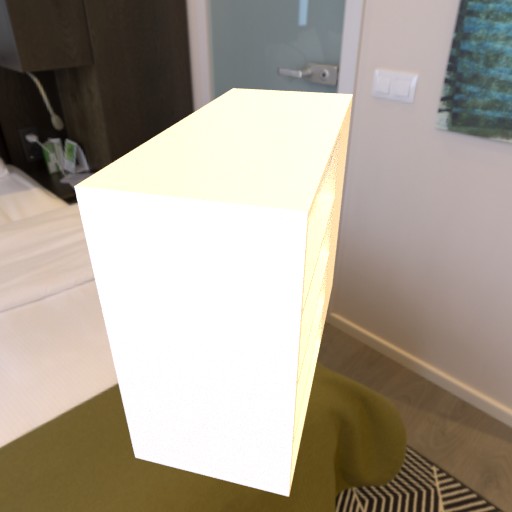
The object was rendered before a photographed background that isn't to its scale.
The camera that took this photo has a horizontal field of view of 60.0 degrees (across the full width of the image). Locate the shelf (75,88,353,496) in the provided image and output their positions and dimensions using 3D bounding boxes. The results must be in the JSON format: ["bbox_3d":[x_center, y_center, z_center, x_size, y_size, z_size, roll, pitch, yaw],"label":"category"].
[{"bbox_3d":[0.000,0.000,1.261,0.396,0.732,0.895,8,32,13],"label":"shelf"}]
